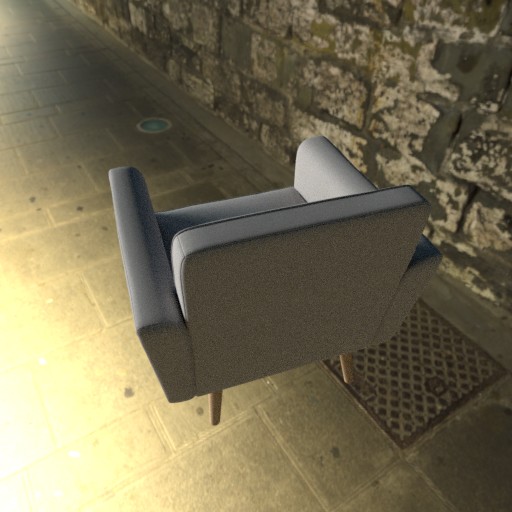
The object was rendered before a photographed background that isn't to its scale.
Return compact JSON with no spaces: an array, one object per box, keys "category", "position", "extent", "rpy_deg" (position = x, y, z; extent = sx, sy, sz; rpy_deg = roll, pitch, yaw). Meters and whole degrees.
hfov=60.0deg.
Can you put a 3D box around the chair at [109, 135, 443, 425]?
[{"category":"chair","position":[0.000,0.000,1.398],"extent":[0.780,0.780,0.750],"rpy_deg":[-12,42,-14]}]
